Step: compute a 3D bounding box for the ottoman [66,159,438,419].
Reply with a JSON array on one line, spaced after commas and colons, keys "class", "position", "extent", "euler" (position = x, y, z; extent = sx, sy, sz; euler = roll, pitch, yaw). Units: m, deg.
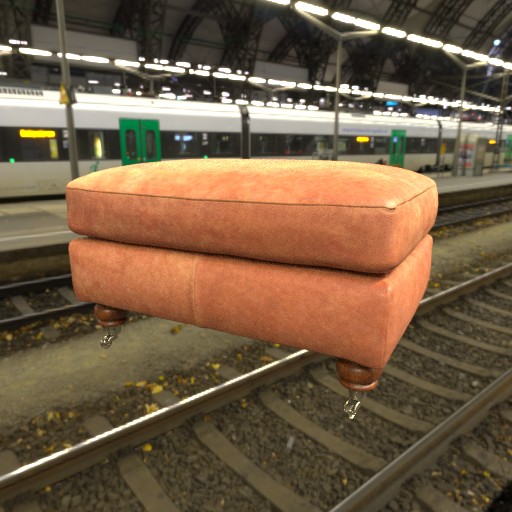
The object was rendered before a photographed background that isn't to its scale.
[{"class": "ottoman", "position": [0.000, 0.000, 1.188], "extent": [0.852, 0.507, 0.565], "euler": [7, 15, 27]}]
